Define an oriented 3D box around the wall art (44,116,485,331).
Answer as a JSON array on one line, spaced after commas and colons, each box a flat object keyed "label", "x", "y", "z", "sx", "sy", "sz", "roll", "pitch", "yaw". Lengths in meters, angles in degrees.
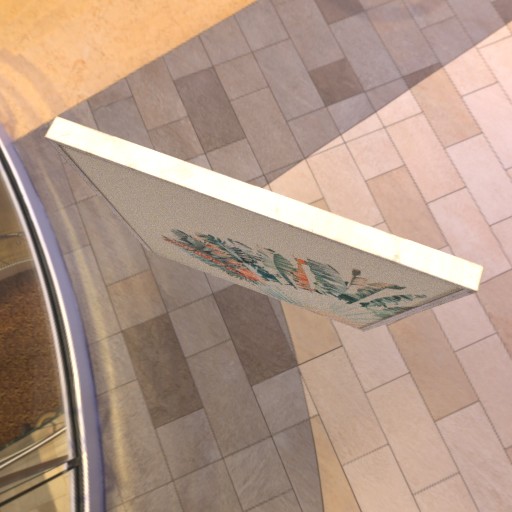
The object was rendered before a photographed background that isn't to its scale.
[{"label": "wall art", "x": 0.000, "y": 0.000, "z": 0.734, "sx": 0.508, "sy": 0.506, "sz": 0.029, "roll": 20, "pitch": 77, "yaw": 5}]
